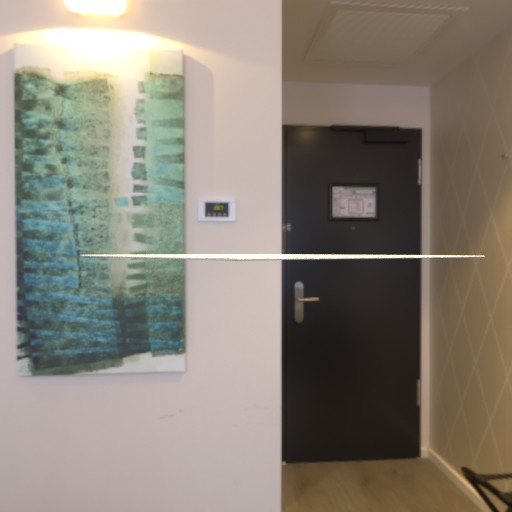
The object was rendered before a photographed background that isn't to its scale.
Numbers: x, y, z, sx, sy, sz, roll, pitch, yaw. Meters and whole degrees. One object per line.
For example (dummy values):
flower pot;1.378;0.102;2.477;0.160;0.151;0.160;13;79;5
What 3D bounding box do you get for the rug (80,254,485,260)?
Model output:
rug;0.000;0.000;4.166;2.447;0.014;3.061;0;1;-35
